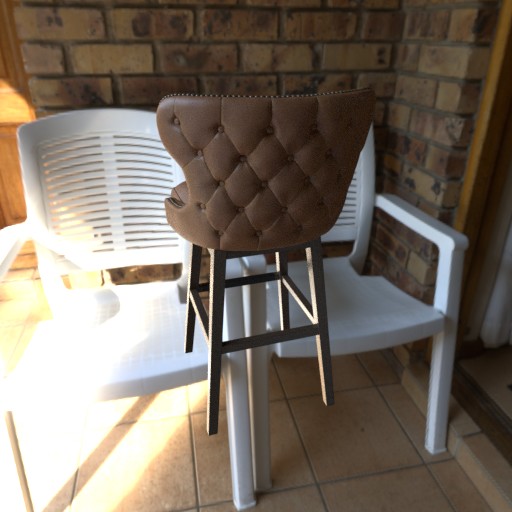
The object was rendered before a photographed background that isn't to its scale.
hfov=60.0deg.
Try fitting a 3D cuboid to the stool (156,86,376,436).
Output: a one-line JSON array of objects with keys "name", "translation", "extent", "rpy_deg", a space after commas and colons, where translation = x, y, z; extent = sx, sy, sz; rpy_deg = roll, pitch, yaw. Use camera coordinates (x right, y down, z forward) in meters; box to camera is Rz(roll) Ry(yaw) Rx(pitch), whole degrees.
[{"name": "stool", "translation": [0.000, 0.000, 1.481], "extent": [0.591, 1.087, 0.606], "rpy_deg": [-8, 28, -16]}]
